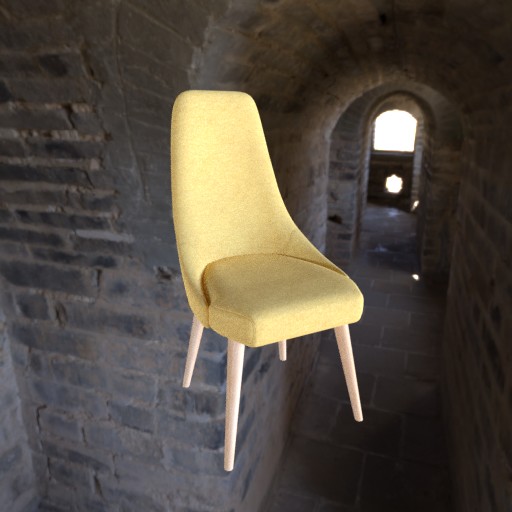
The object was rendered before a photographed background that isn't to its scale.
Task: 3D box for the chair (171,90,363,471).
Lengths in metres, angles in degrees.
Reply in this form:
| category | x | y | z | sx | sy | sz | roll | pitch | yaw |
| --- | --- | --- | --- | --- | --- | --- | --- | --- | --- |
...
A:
| category | x | y | z | sx | sy | sz | roll | pitch | yaw |
| --- | --- | --- | --- | --- | --- | --- | --- | --- | --- |
| chair | 0.000 | 0.000 | 1.439 | 0.510 | 1.040 | 0.660 | -9 | 19 | -26 |
